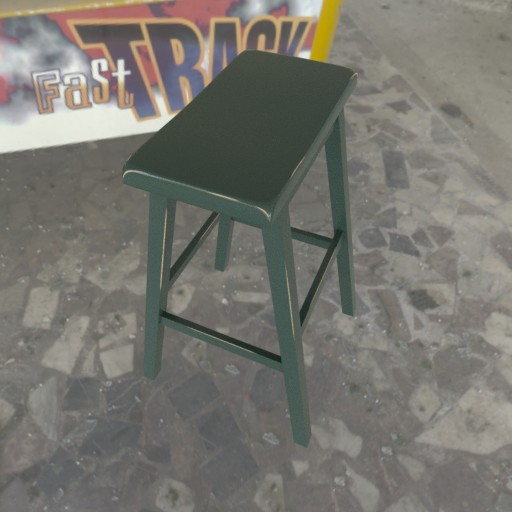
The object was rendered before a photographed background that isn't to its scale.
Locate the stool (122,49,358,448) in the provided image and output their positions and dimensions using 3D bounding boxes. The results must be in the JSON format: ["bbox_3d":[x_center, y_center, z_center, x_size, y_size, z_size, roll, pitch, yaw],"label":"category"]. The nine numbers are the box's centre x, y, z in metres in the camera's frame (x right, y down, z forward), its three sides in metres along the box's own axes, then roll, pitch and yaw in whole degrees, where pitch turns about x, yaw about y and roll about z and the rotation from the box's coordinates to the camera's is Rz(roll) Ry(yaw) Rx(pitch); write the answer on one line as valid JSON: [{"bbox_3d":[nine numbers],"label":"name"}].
[{"bbox_3d":[0.000,0.000,1.023,0.476,0.737,0.457,18,50,16],"label":"stool"}]
